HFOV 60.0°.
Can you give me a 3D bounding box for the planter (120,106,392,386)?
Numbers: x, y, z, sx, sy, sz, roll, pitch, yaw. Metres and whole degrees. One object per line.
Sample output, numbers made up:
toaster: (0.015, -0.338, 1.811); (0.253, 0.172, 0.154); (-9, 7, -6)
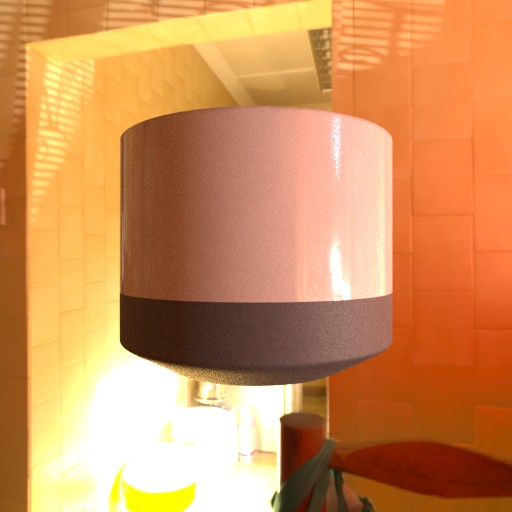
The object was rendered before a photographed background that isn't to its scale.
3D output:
planter: (0.000, 0.000, 0.218); (0.128, 0.105, 0.128); (0, 0, 0)
